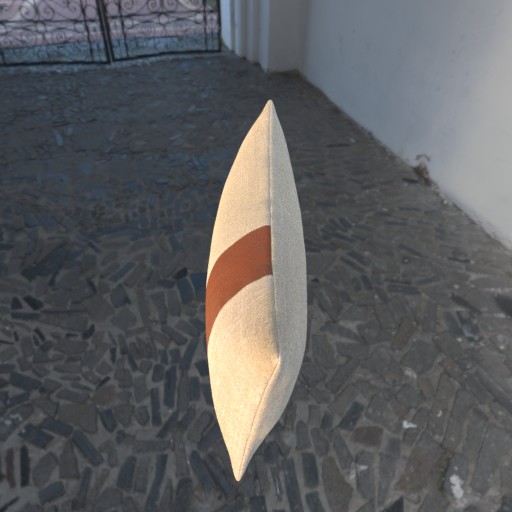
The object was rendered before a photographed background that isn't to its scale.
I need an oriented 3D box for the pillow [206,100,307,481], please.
[{"bbox_3d":[0.000,0.000,0.729,0.155,0.282,0.612,0,41,1],"label":"pillow"}]
